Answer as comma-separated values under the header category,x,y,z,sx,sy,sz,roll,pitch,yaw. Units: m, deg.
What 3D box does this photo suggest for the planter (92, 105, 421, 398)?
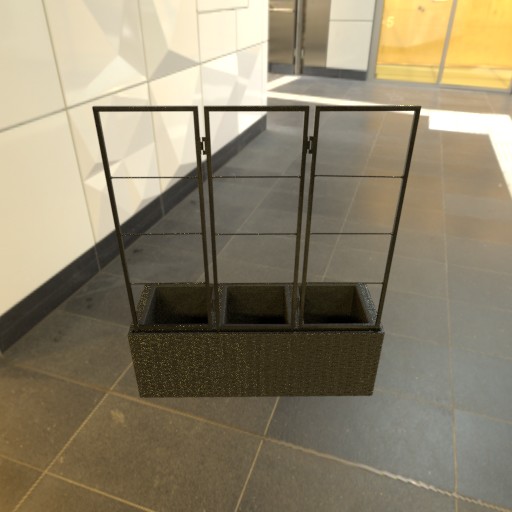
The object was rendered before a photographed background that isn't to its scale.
category,x,y,z,sx,sy,sz,roll,pitch,yaw
planter,0.000,0.000,1.207,0.698,0.841,0.244,0,31,0
